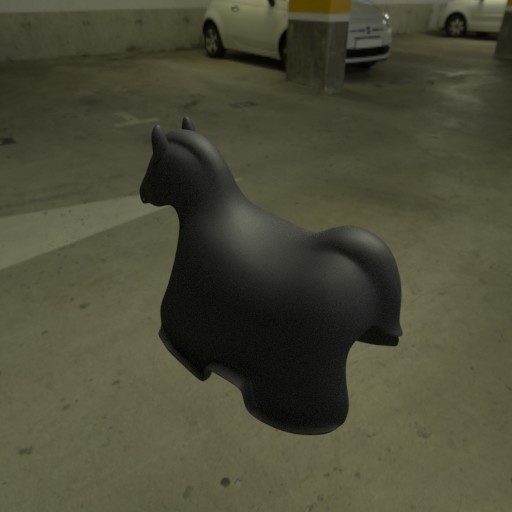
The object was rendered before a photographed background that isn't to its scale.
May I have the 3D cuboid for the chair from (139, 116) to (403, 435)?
[{"bbox_3d":[0.000,0.000,1.147,0.800,0.612,0.429,21,37,31],"label":"chair"}]
